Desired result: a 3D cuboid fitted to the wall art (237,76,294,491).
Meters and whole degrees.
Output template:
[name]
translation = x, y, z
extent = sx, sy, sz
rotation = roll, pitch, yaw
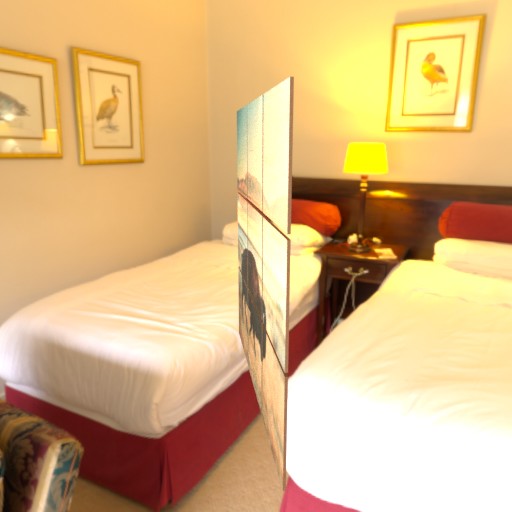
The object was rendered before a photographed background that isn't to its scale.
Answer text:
[wall art]
translation = 0.000, 0.000, 2.299
extent = 0.019, 1.532, 1.533
rotation = -2, 14, -8
